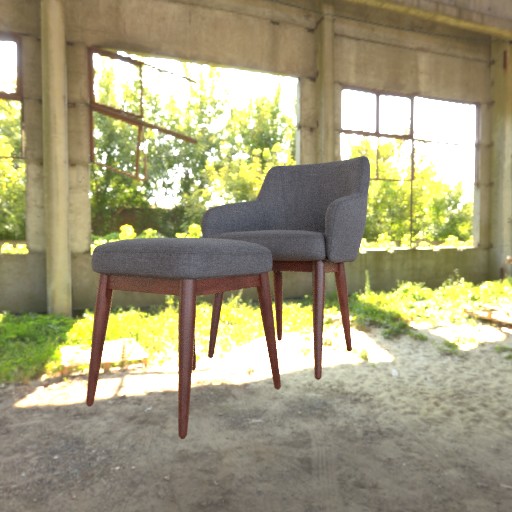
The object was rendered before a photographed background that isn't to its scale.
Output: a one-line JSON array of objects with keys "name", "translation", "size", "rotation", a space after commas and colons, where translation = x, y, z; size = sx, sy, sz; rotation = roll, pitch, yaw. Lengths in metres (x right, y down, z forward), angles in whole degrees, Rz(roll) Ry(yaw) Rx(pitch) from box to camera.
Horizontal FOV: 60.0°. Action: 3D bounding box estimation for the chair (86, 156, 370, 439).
[{"name": "chair", "translation": [0.000, 0.000, 1.544], "size": [0.584, 0.799, 1.107], "rotation": [1, 2, 35]}]
